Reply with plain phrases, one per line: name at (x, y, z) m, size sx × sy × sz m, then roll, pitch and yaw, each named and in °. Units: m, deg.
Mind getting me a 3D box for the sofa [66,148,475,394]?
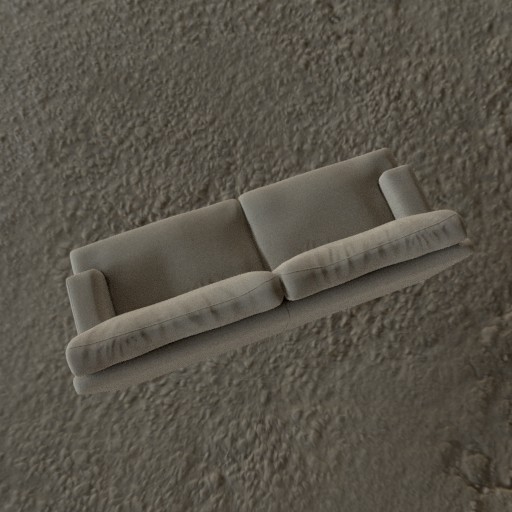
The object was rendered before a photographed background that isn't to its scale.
sofa at (0.000, 0.000, 2.834) m, size 2.354 × 0.980 × 0.962 m, roll -19°, pitch 75°, yaw -5°
